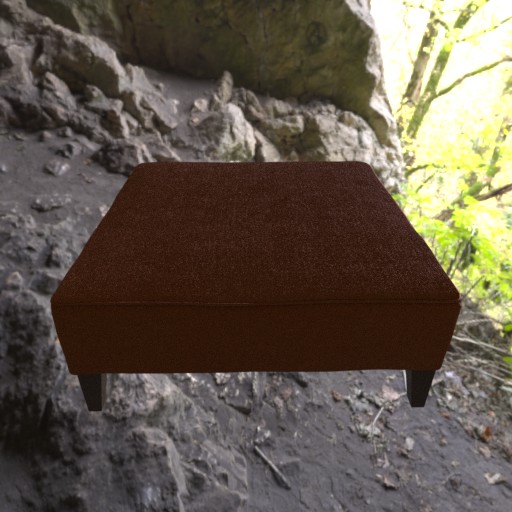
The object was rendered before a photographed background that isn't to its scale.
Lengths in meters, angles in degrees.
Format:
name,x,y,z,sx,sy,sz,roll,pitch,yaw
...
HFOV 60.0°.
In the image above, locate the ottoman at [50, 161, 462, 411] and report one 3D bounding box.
name,x,y,z,sx,sy,sz,roll,pitch,yaw
ottoman,0.000,0.000,1.541,0.999,0.438,0.997,0,31,-1
